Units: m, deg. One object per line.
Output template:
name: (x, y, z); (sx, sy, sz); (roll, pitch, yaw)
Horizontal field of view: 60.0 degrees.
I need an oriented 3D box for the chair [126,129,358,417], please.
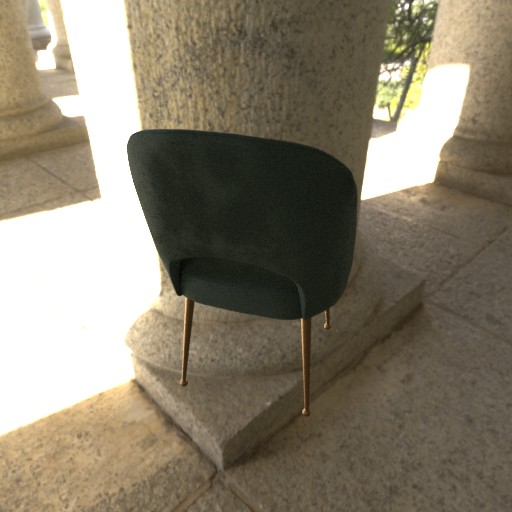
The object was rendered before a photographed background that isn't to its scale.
chair: (0.000, 0.000, 1.234); (0.527, 0.860, 0.577); (9, 34, 14)
